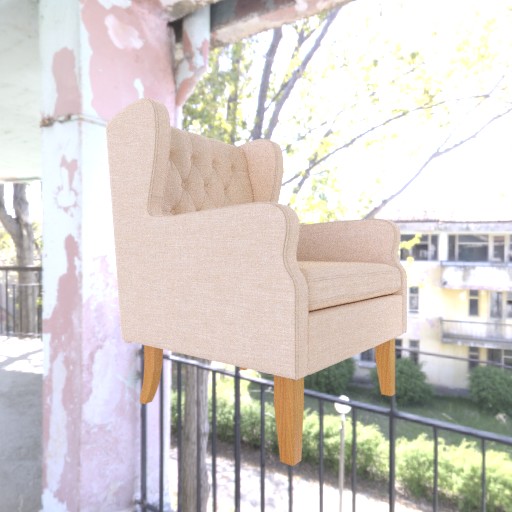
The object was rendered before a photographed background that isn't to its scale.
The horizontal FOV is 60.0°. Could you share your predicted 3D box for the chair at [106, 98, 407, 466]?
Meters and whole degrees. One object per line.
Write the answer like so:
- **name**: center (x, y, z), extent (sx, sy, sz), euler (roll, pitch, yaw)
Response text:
- **chair**: center (0.000, 0.000, 1.448), extent (0.760, 0.930, 0.710), euler (0, 1, 37)
